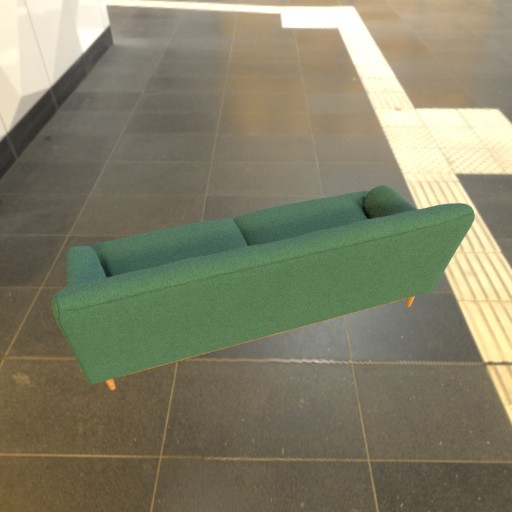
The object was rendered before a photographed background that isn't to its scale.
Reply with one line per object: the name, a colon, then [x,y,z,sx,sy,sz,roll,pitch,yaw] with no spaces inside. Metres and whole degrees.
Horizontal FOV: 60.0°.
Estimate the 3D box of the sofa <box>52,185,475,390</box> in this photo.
sofa: [0.000,0.000,2.552,2.057,0.871,0.978,-13,43,-14]
